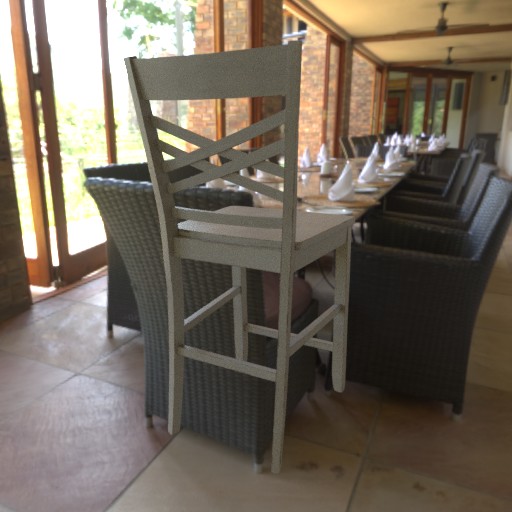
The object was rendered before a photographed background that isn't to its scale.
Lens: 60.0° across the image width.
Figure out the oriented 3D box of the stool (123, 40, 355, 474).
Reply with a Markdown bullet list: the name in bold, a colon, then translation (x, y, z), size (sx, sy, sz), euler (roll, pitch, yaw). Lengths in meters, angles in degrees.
- **stool**: translation (0.000, 0.000, 1.338), size (0.462, 1.079, 0.539), euler (8, 18, 26)
